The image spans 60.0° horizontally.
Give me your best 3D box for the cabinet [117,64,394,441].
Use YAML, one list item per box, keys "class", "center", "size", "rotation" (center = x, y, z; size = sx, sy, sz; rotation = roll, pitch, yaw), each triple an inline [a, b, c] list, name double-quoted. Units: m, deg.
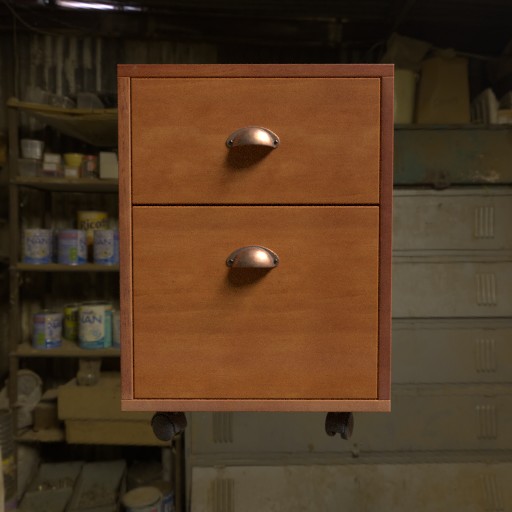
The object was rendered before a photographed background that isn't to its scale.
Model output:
- class: "cabinet"
  center: [0.000, 0.000, 0.842]
  size: [0.409, 0.579, 0.401]
  rotation: [0, 2, 0]
